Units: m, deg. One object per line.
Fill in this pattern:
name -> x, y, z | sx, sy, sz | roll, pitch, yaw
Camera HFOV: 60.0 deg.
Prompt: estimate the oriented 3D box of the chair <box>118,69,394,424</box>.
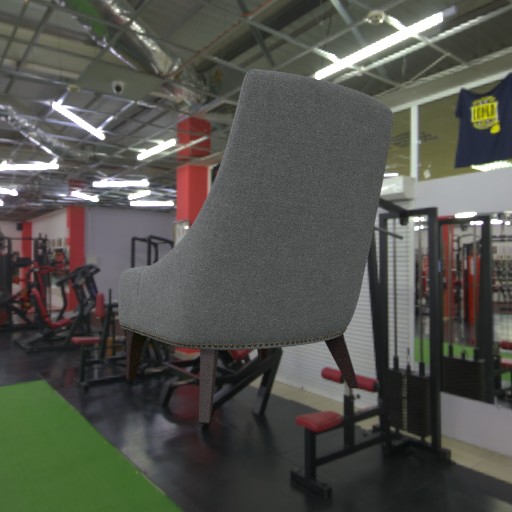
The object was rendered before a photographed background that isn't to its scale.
chair -> 0.000, 0.000, 1.518 | 0.701, 0.909, 0.861 | 1, -1, -35
